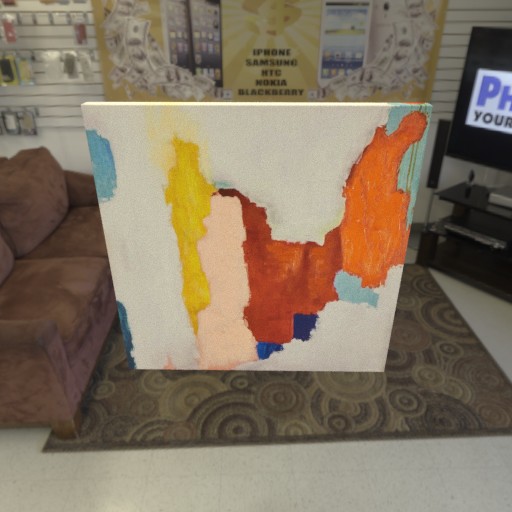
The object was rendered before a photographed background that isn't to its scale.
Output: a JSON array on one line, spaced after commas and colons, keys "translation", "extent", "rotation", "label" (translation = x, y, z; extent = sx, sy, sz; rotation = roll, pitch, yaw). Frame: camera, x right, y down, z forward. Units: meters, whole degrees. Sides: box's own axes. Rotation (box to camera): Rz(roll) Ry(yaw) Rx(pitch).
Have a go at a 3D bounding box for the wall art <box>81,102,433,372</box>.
[{"translation": [0.000, 0.000, 1.233], "extent": [0.814, 0.814, 0.037], "rotation": [0, 29, 1], "label": "wall art"}]
